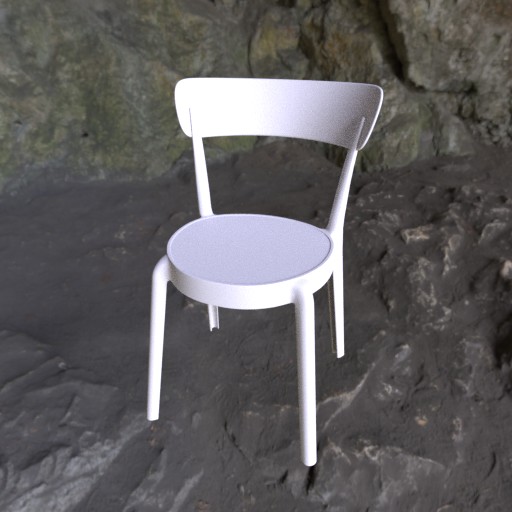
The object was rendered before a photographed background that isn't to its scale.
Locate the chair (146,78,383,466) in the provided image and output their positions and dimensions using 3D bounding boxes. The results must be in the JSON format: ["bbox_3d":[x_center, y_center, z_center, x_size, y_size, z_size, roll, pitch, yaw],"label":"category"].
[{"bbox_3d":[0.000,0.000,1.113,0.506,0.790,0.491,9,29,17],"label":"chair"}]
